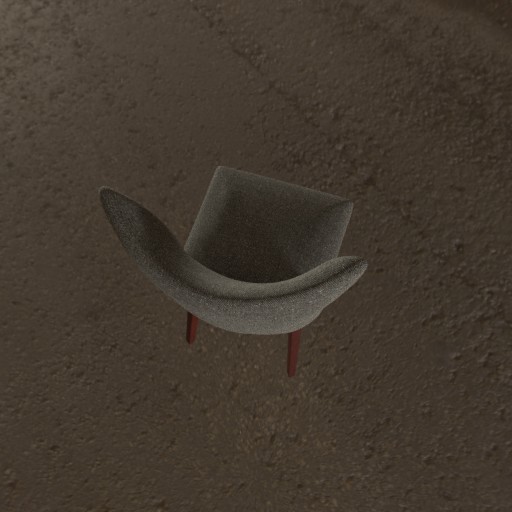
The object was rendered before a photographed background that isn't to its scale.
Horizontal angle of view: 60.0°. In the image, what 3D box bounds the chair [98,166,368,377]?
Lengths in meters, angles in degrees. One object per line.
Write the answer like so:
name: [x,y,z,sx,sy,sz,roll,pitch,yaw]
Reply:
chair: [0.000,0.000,1.307,0.535,0.924,0.623,16,64,8]
